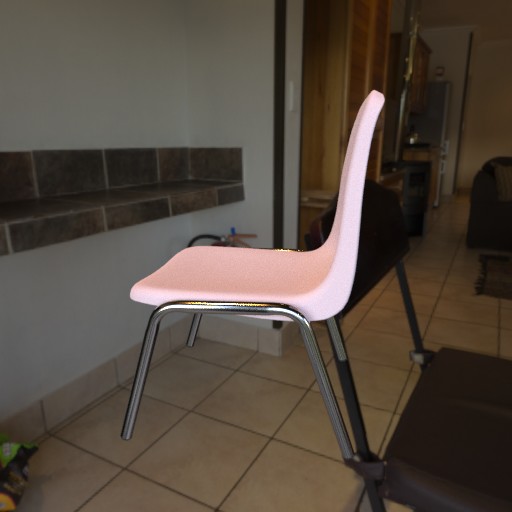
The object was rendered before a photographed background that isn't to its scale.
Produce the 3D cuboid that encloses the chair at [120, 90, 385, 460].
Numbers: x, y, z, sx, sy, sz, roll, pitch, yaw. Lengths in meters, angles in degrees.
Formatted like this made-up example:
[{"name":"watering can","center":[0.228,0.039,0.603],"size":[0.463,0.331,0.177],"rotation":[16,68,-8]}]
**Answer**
[{"name":"chair","center":[0.000,0.000,0.777],"size":[0.385,0.536,0.354],"rotation":[2,15,9]}]
